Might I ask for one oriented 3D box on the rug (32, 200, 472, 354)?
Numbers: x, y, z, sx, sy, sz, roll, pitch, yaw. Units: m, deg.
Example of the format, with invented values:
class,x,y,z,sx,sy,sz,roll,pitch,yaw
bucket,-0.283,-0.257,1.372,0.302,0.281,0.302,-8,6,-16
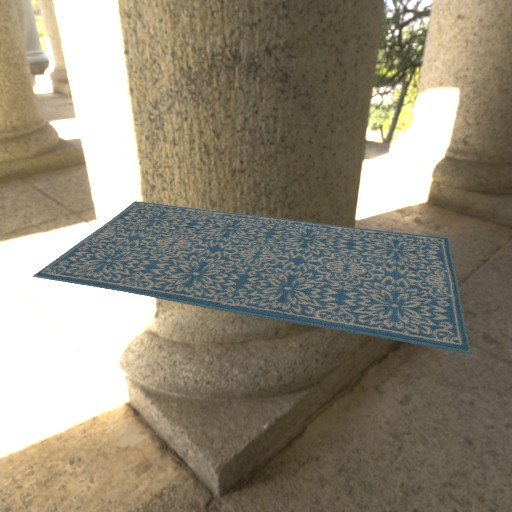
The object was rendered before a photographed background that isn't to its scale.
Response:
class,x,y,z,sx,sy,sz,roll,pitch,yaw
rug,0.000,0.000,1.429,1.219,0.007,0.604,8,31,14
